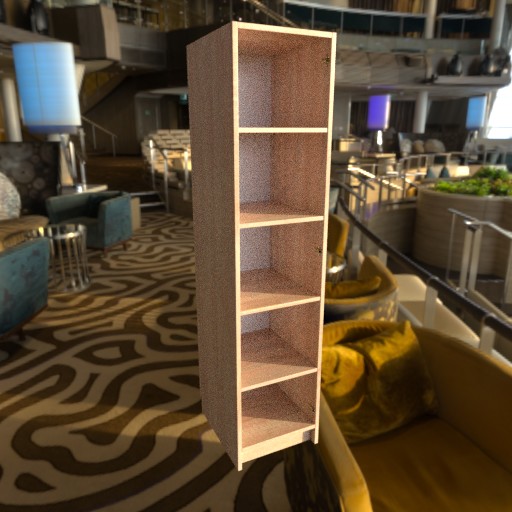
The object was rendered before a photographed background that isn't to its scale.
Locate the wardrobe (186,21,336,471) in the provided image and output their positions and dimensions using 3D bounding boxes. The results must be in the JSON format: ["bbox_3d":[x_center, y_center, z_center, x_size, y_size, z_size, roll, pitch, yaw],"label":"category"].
[{"bbox_3d":[0.000,0.000,2.376,0.496,2.117,0.588,-8,18,-25],"label":"wardrobe"}]
